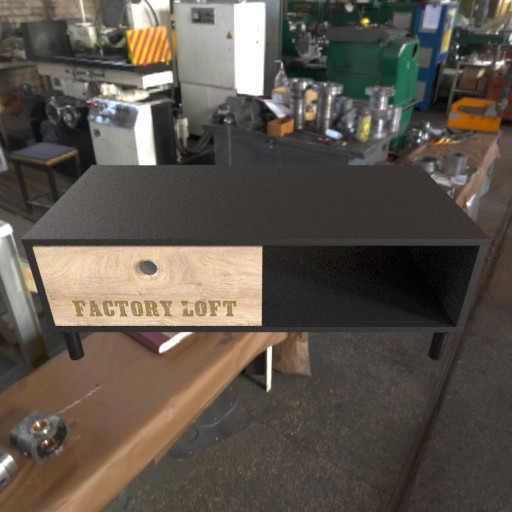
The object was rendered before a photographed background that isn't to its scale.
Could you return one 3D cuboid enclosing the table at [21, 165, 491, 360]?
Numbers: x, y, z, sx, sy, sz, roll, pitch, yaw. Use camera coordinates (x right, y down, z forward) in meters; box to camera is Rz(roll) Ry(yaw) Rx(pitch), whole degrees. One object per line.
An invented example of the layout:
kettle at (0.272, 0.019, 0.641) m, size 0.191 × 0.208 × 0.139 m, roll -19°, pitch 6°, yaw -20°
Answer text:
table at (0.000, 0.000, 1.364) m, size 1.100 × 0.400 × 0.550 m, roll 0°, pitch 30°, yaw 0°
